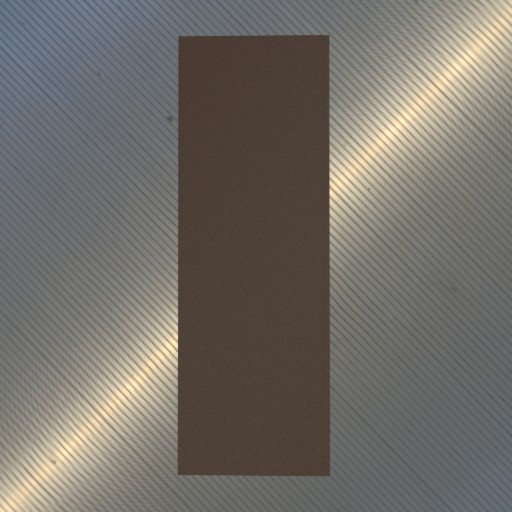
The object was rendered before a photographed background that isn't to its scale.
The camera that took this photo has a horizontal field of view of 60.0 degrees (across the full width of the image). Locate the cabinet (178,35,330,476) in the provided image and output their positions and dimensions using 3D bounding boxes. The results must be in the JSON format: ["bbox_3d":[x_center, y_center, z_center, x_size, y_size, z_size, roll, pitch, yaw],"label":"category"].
[{"bbox_3d":[0.000,0.000,1.863,0.482,0.914,1.396,0,89,1],"label":"cabinet"}]
